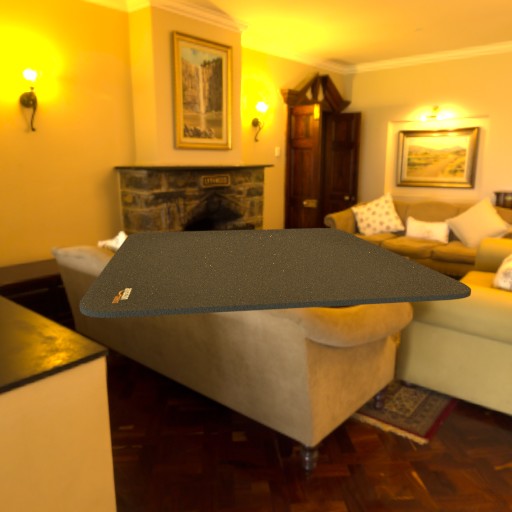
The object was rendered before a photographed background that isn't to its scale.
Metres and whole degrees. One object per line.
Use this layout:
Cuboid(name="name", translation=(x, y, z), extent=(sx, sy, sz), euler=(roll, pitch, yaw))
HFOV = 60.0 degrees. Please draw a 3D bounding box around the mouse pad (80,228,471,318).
Cuboid(name="mouse pad", translation=(0.000, 0.000, 0.322), extent=(0.203, 0.003, 0.229), euler=(-2, 12, -9))
